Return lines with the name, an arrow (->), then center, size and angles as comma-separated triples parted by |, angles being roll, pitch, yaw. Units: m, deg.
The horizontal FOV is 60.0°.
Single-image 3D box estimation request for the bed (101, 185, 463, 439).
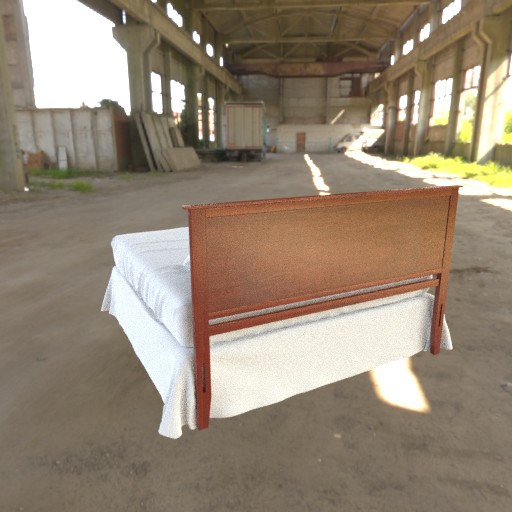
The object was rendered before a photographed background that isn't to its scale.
bed -> 0.000, 0.000, 3.678 | 2.314, 1.271, 2.219 | -8, 17, -27
